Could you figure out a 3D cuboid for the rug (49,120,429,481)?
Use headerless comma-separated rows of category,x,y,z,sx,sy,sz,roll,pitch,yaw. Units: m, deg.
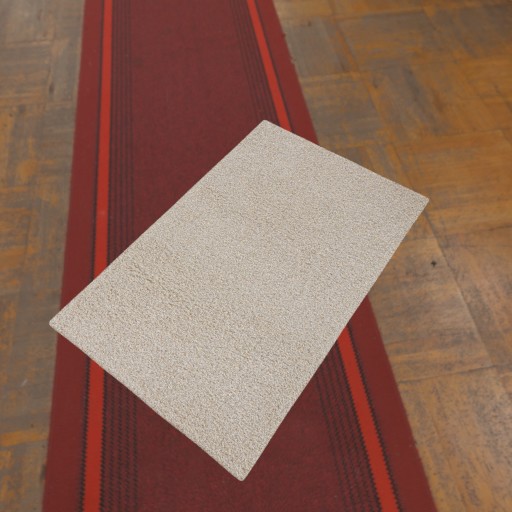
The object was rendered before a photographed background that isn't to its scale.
rug,0.000,0.000,3.566,1.778,0.030,2.743,31,62,19
